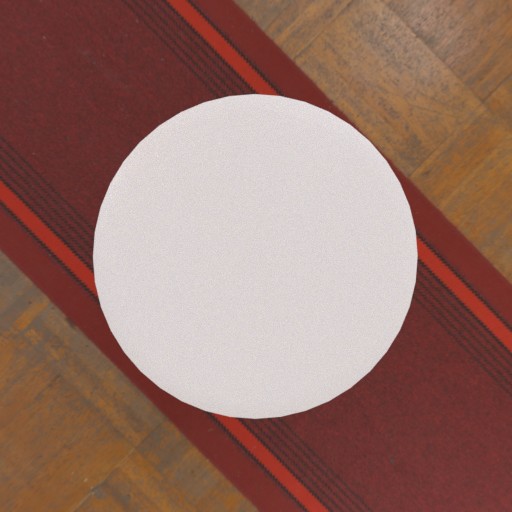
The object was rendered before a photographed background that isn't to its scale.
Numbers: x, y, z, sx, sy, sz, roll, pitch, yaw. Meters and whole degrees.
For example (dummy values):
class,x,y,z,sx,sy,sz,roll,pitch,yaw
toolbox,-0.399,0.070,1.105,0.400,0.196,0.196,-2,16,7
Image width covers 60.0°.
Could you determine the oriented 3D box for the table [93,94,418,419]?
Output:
class,x,y,z,sx,sy,sz,roll,pitch,yaw
table,0.000,0.000,1.026,0.513,0.653,0.513,0,90,0
